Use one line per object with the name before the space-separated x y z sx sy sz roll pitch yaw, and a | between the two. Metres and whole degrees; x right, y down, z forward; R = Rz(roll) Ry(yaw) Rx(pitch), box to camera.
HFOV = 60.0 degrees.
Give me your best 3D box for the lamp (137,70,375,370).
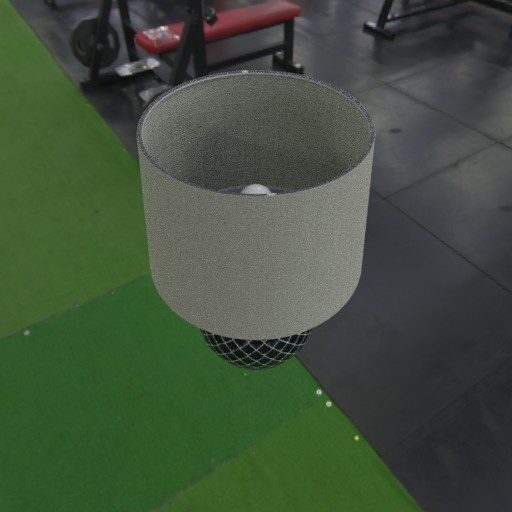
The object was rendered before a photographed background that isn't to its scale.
lamp | 0.000 0.000 0.808 0.376 0.540 0.376 0 47 0
